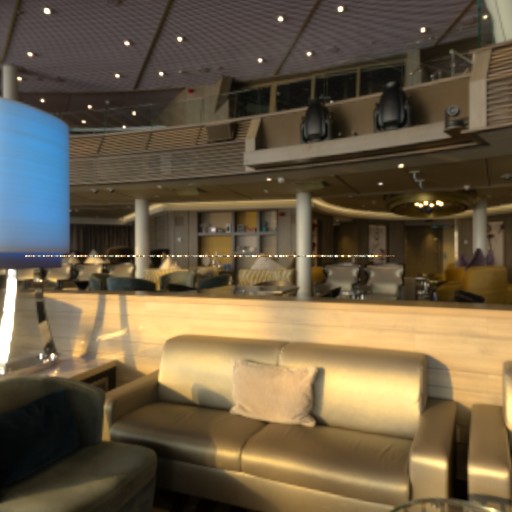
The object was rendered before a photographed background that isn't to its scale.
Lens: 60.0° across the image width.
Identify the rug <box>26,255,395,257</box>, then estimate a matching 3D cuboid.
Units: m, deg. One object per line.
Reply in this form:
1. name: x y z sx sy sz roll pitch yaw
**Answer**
1. rug: 0.000 0.000 4.197 2.439 0.010 3.048 0 0 19
